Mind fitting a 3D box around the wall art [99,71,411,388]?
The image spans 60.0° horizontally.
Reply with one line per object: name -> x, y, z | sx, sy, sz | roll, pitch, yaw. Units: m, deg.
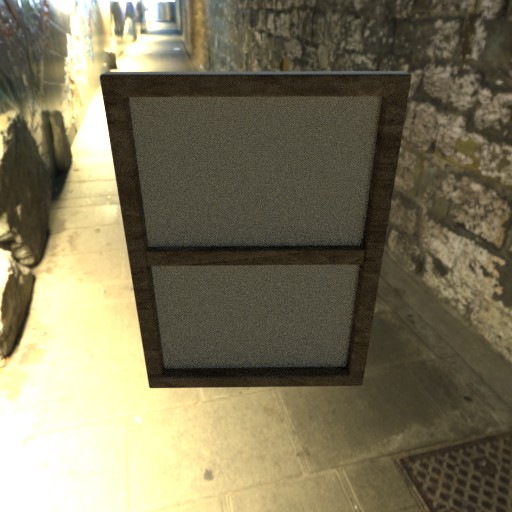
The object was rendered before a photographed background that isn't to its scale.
wall art -> 0.000, 0.000, 0.787 | 0.443, 0.605, 0.035 | 0, 29, -1
